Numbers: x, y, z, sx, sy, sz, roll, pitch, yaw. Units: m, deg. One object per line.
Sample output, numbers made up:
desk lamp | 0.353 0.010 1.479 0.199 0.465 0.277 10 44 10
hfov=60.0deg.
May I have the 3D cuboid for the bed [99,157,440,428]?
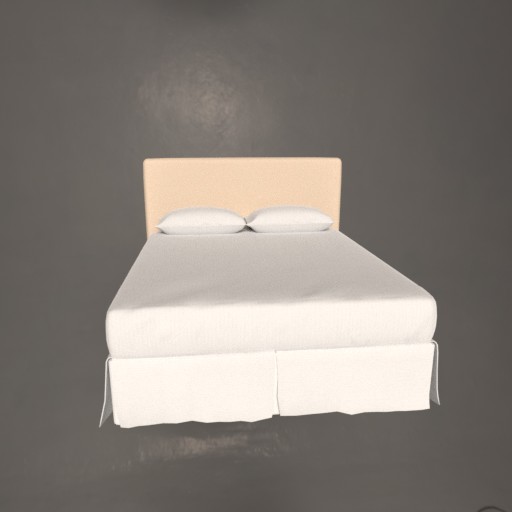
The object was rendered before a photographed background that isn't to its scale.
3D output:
bed | 0.000 0.000 3.245 1.884 1.330 2.142 -2 15 -6
